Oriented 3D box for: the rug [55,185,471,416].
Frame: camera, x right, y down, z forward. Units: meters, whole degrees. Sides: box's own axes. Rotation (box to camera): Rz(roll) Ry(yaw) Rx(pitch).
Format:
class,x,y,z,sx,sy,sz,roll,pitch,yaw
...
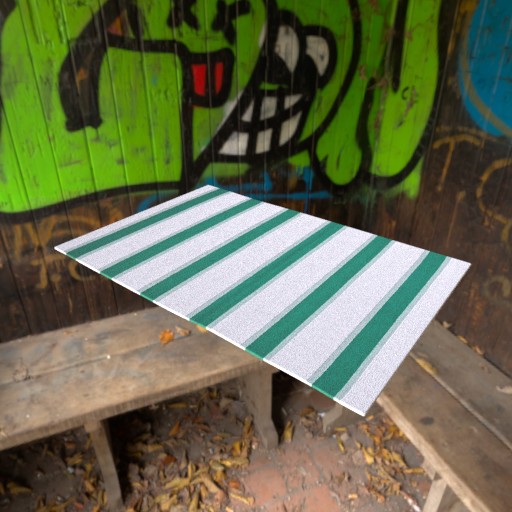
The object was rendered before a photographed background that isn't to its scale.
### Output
class,x,y,z,sx,sy,sz,roll,pitch,yaw
rug,0.000,0.000,2.322,1.829,0.012,1.210,21,36,32
